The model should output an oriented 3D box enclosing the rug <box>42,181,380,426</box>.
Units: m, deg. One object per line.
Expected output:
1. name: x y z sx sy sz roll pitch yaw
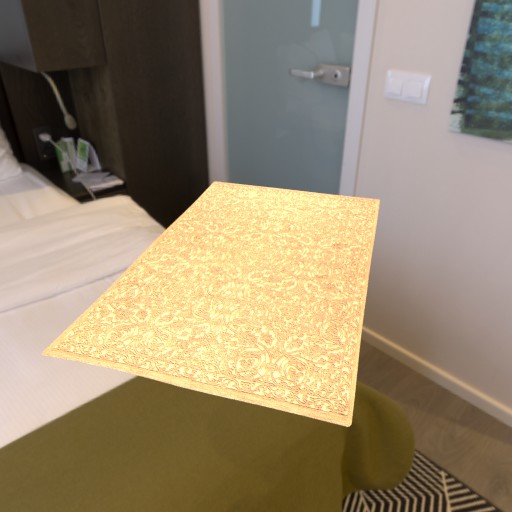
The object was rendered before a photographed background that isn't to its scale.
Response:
1. rug: 0.000 0.000 3.024 1.529 0.012 2.435 8 32 14
